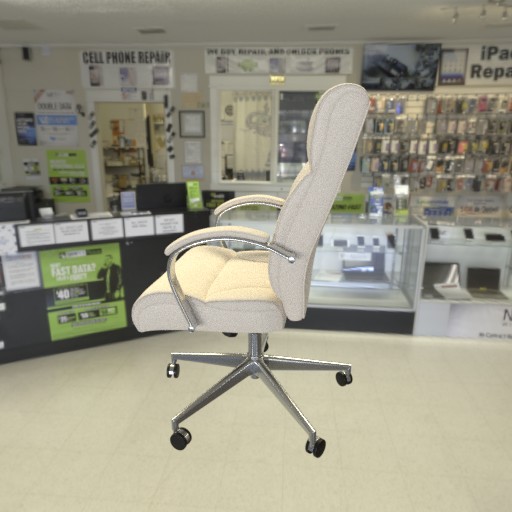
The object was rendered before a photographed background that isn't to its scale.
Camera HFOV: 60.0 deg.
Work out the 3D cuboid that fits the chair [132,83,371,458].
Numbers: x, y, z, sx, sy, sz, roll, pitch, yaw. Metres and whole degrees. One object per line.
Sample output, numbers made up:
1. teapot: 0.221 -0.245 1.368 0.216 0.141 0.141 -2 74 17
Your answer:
1. chair: 0.000 0.000 1.566 0.745 1.099 0.727 2 16 7
